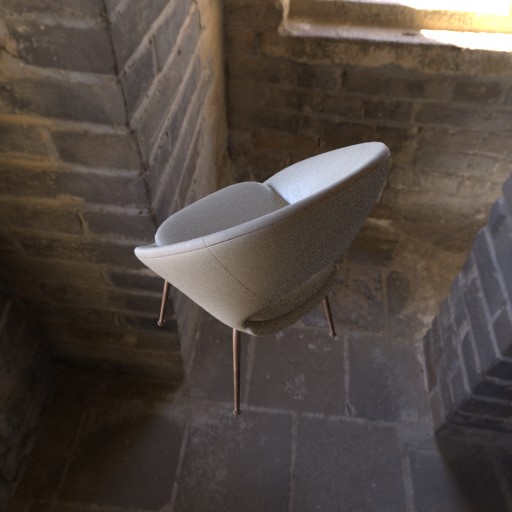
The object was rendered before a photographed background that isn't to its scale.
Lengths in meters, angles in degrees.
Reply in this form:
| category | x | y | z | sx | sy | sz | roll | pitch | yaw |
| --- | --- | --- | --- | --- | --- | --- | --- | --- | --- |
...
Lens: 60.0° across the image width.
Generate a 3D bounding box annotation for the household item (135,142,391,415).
| category | x | y | z | sx | sy | sz | roll | pitch | yaw |
| --- | --- | --- | --- | --- | --- | --- | --- | --- | --- |
| household item | 0.000 | 0.000 | 1.298 | 0.623 | 0.852 | 0.573 | -32 | 55 | -26 |
